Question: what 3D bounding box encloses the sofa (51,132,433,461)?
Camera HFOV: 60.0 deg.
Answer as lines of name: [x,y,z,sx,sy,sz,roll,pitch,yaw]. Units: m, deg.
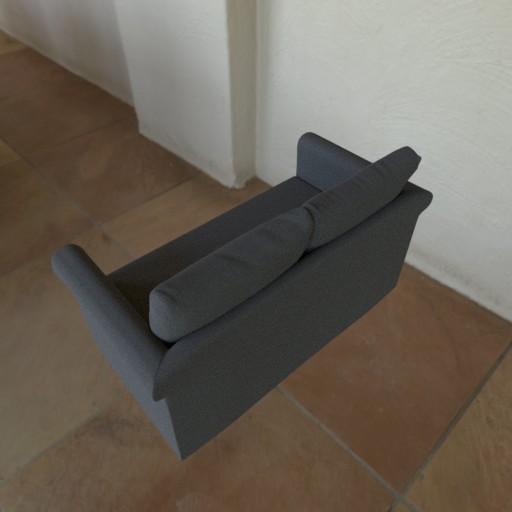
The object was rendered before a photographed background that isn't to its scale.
sofa: [0.000,0.000,1.954,1.460,0.872,0.741,-31,52,-28]
